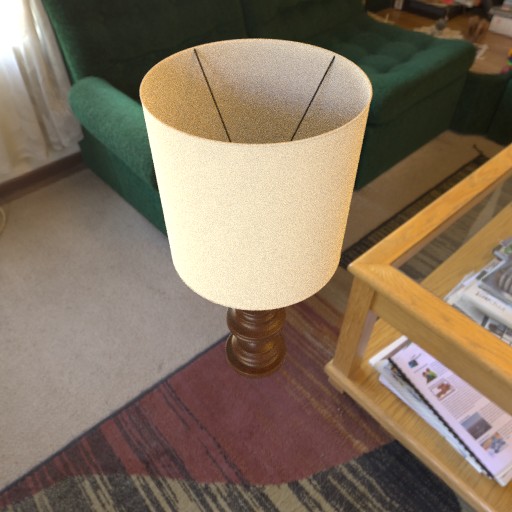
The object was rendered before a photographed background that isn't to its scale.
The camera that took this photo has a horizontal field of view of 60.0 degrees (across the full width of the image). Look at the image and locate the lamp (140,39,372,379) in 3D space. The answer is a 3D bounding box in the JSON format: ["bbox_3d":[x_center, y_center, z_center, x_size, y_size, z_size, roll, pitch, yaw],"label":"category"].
[{"bbox_3d":[0.000,0.000,0.567,0.208,0.455,0.208,23,51,21],"label":"lamp"}]
